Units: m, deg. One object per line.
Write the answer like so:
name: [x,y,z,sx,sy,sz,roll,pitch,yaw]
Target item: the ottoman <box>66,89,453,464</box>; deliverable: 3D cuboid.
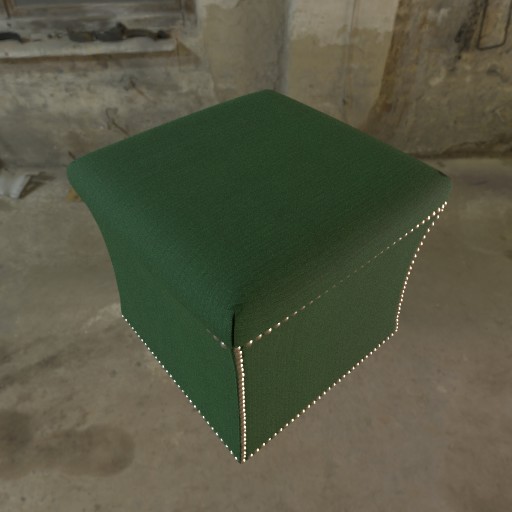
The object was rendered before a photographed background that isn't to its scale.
ottoman: [0.000,0.000,0.905,0.507,0.475,0.497,-31,52,-28]
